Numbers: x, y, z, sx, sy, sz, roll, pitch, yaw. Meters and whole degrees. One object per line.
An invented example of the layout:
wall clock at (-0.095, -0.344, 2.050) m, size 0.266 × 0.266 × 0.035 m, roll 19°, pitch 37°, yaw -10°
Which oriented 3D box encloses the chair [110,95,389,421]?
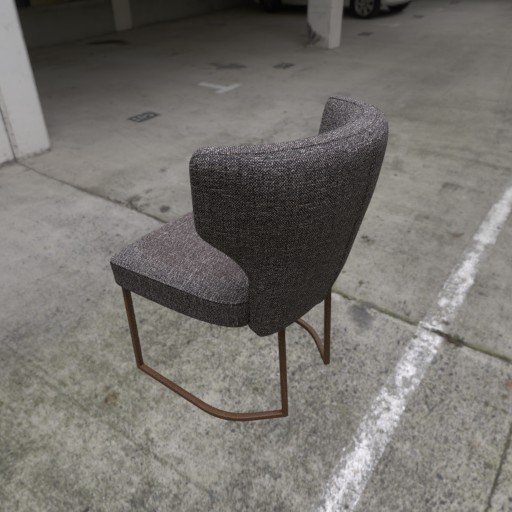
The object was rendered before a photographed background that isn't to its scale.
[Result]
chair at (0.000, 0.000, 1.262) m, size 0.617 × 0.824 × 0.611 m, roll 21°, pitch 38°, yaw 30°
